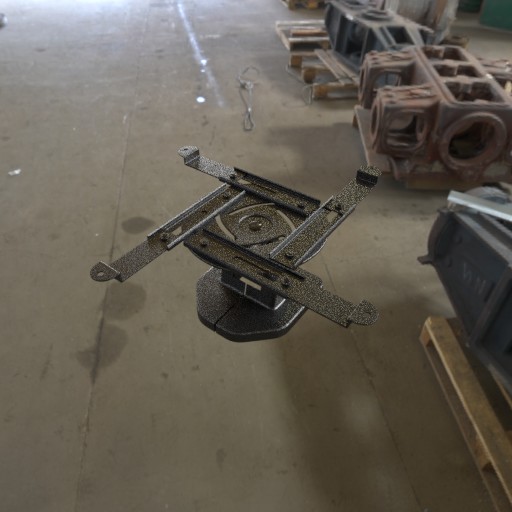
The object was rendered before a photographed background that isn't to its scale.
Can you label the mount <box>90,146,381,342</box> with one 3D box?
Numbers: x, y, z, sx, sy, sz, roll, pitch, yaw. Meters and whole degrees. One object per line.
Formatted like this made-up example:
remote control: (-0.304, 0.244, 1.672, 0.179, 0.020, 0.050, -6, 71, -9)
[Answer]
mount: (0.000, 0.000, 0.604, 0.394, 0.141, 0.394, 26, 48, 27)
